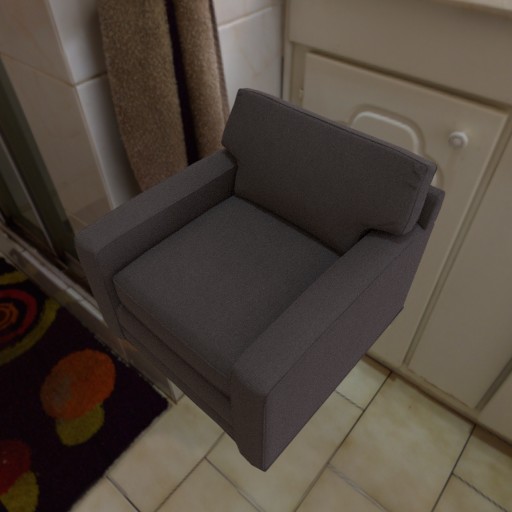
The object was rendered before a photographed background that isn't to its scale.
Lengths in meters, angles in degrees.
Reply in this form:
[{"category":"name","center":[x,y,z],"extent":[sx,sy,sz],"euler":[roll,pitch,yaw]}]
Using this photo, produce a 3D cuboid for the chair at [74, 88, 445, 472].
[{"category":"chair","center":[0.000,0.000,1.817],"extent":[0.997,0.913,1.043],"euler":[33,54,28]}]
